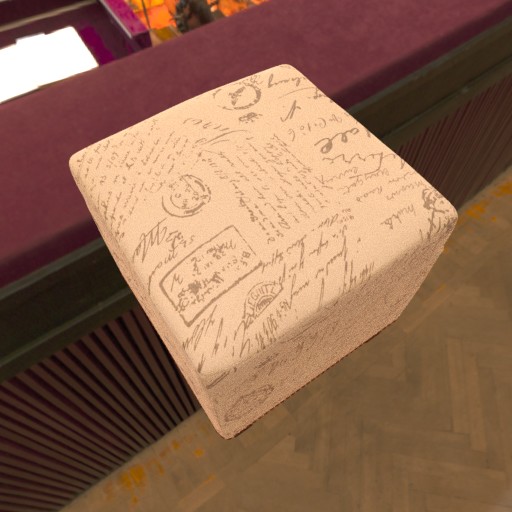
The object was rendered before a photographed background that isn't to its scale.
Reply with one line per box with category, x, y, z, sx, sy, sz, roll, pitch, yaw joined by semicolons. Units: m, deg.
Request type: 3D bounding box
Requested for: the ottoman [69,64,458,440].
ottoman;0.000;0.000;0.842;0.449;0.457;0.450;-30;63;-18
